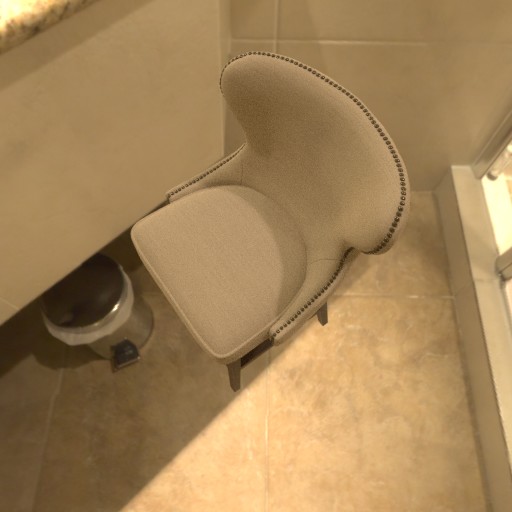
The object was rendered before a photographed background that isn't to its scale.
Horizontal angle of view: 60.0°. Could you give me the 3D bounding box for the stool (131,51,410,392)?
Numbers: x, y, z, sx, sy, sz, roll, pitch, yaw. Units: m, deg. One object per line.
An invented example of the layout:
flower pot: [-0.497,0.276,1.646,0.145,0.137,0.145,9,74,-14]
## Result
stool: [0.000,0.000,1.369,0.597,0.972,0.615,-33,69,-15]
